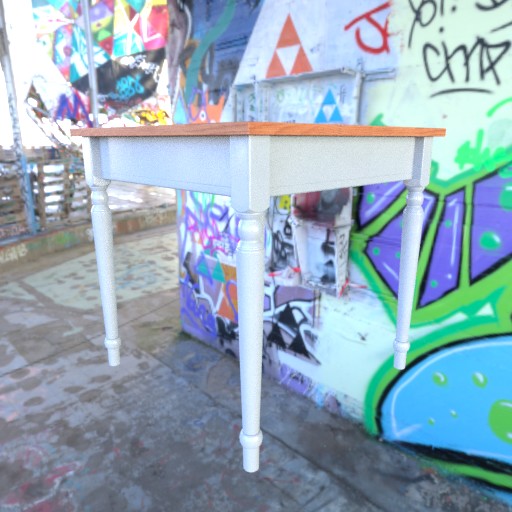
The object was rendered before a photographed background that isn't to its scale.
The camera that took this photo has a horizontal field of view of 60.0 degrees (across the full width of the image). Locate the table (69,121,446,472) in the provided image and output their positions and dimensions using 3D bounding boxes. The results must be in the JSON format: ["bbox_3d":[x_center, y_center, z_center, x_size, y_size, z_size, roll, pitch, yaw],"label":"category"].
[{"bbox_3d":[0.000,0.000,1.335,0.747,0.738,0.747,-14,20,-42],"label":"table"}]
